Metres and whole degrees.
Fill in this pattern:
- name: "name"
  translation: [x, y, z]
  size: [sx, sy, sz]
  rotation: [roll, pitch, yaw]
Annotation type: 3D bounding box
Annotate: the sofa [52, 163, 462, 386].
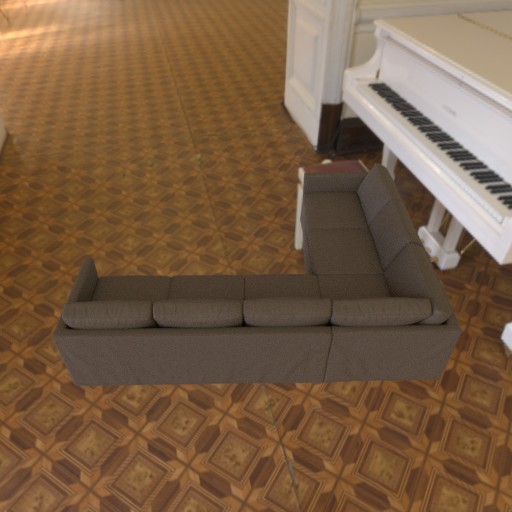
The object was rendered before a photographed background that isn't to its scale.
- name: "sofa"
  translation: [0.000, 0.000, 4.471]
  size: [3.182, 0.871, 2.432]
  rotation: [-1, 41, -1]
